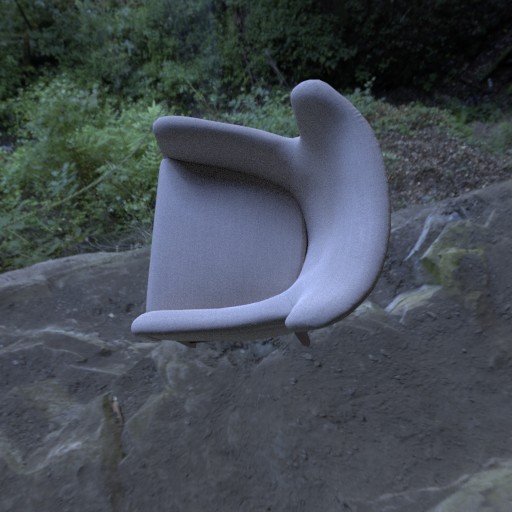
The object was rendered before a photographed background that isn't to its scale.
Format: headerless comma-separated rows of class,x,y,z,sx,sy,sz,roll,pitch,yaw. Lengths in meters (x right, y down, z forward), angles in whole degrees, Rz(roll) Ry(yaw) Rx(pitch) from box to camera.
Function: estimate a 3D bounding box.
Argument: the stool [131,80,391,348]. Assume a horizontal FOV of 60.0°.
stool,0.000,0.000,1.374,0.563,1.034,0.556,2,76,1
